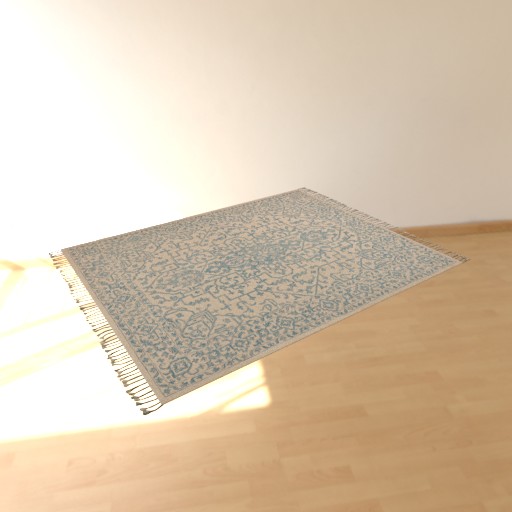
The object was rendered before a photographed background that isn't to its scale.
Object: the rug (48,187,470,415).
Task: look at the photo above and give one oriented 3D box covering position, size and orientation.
[{"bbox_3d":[0.000,0.000,4.285,3.327,0.010,2.464,-18,33,-30],"label":"rug"}]
